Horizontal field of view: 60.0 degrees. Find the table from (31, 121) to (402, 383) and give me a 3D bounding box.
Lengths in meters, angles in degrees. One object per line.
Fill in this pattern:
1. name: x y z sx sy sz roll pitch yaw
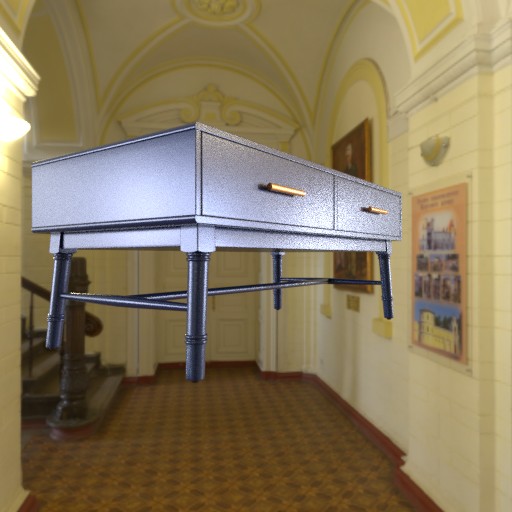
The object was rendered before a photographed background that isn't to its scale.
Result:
1. table: 0.000 0.000 1.336 0.572 0.457 1.067 0 0 36
